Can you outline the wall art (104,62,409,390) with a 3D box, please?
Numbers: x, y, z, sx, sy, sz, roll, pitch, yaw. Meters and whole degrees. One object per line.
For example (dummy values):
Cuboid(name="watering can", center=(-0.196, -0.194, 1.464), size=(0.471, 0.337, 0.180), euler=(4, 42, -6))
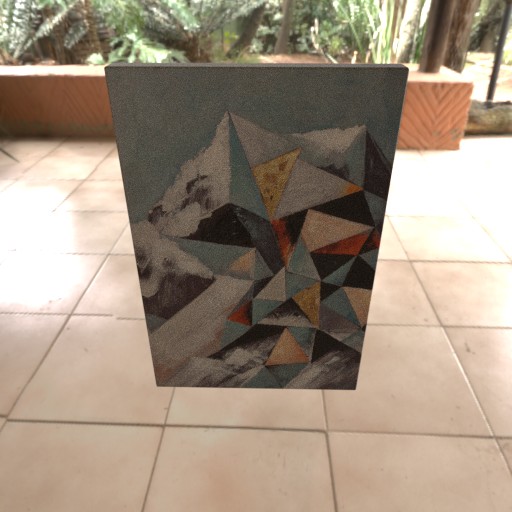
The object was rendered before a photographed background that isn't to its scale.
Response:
Cuboid(name="wall art", center=(0.000, 0.000, 1.140), size=(0.609, 0.911, 0.061), euler=(1, 31, 1))
